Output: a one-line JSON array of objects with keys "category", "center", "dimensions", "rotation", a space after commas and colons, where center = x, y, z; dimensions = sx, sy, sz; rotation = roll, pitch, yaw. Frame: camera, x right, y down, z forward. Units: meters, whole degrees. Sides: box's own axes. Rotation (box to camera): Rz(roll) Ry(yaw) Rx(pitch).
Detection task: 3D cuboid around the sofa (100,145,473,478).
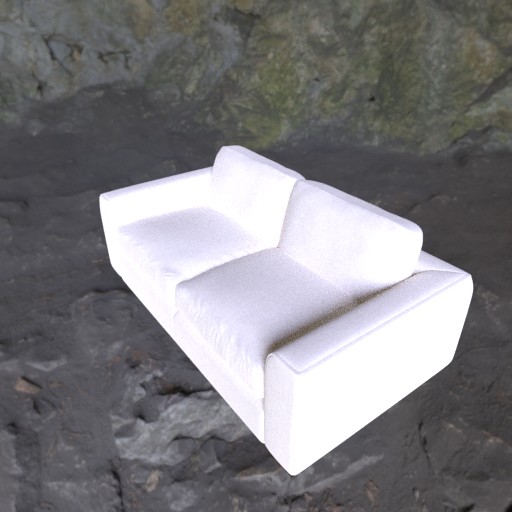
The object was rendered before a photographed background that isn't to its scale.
[{"category": "sofa", "center": [0.000, 0.000, 2.436], "dimensions": [1.069, 0.801, 1.920], "rotation": [-21, 37, -30]}]
